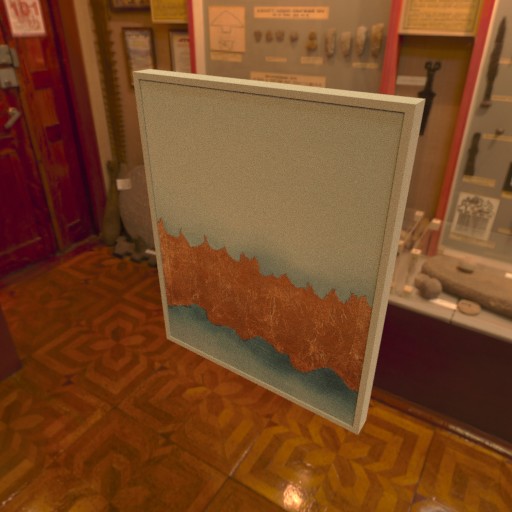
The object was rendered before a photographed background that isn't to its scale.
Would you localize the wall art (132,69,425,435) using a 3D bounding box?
[{"bbox_3d":[0.000,0.000,0.752,0.451,0.553,0.039,19,35,29],"label":"wall art"}]
